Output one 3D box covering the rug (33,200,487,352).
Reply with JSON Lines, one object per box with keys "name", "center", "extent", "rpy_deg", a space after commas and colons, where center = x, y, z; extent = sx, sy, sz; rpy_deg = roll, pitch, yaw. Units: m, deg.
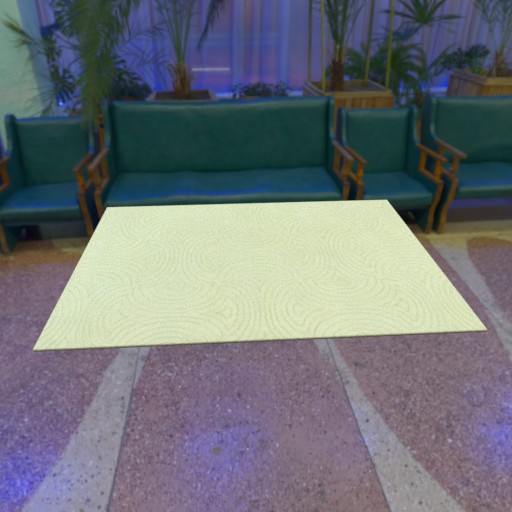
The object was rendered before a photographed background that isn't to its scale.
{"name": "rug", "center": [0.000, 0.000, 2.721], "extent": [2.132, 0.015, 1.526], "rpy_deg": [-2, 31, -3]}
